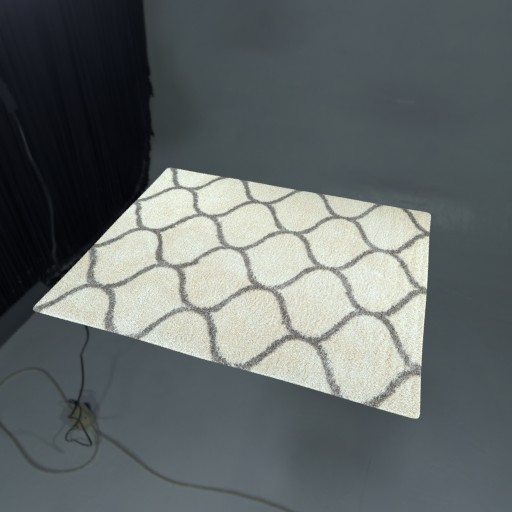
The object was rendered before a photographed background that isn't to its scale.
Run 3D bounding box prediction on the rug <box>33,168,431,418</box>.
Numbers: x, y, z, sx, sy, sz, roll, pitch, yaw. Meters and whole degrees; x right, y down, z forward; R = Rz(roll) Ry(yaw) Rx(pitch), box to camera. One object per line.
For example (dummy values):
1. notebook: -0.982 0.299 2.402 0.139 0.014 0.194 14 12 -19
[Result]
1. rug: 0.000 0.000 4.059 3.000 0.026 2.399 12 42 14
